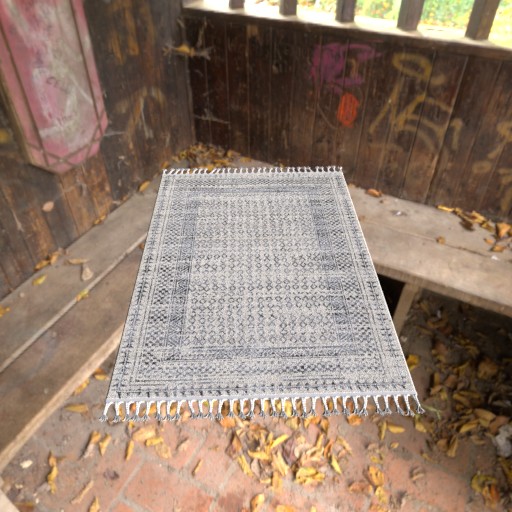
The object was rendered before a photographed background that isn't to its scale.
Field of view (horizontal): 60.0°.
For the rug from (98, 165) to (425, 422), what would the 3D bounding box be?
[{"bbox_3d":[0.000,0.000,2.362,1.243,0.013,1.872,-1,41,-1],"label":"rug"}]
